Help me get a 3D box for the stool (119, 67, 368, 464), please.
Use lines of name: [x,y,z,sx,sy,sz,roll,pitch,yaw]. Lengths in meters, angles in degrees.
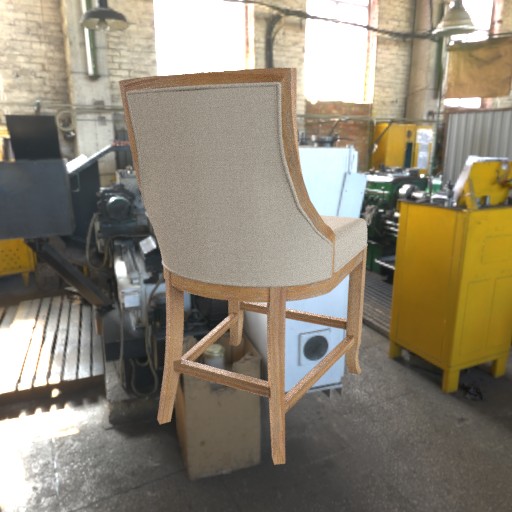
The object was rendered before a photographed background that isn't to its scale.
stool: [0.000,0.000,1.305,0.524,0.938,0.626,7,16,26]
